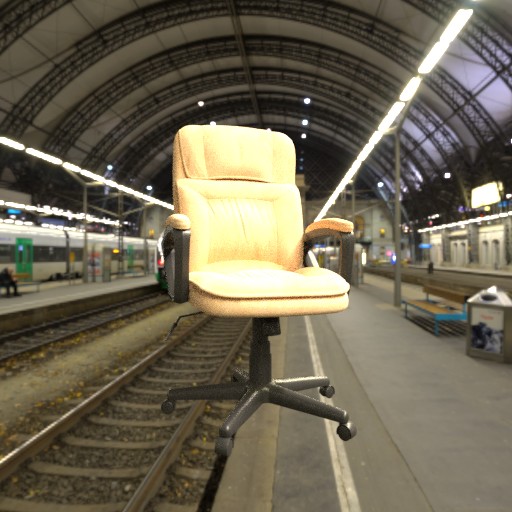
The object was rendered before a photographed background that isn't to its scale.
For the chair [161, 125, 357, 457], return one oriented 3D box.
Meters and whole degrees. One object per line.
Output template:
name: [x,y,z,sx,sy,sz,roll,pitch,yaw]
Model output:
chair: [0.000,0.000,1.598,0.667,1.105,0.724,0,0,-17]
